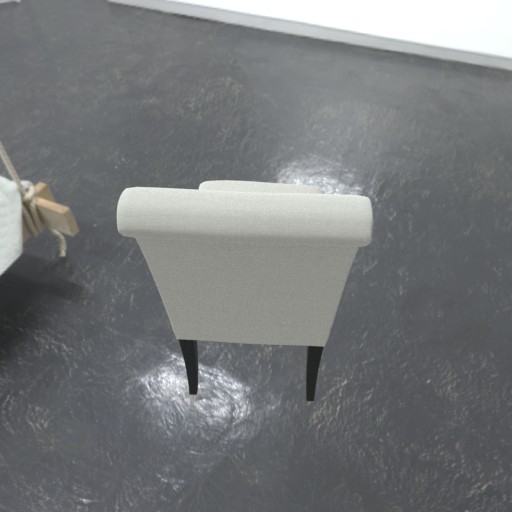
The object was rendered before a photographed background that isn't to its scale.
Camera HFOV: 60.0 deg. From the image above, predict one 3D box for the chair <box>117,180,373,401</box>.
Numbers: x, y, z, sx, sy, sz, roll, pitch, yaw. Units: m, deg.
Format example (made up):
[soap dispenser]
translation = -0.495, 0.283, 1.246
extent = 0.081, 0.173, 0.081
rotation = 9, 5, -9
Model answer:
[chair]
translation = 0.000, 0.000, 1.333
extent = 0.452, 0.976, 0.708
rotation = 2, 49, 2
